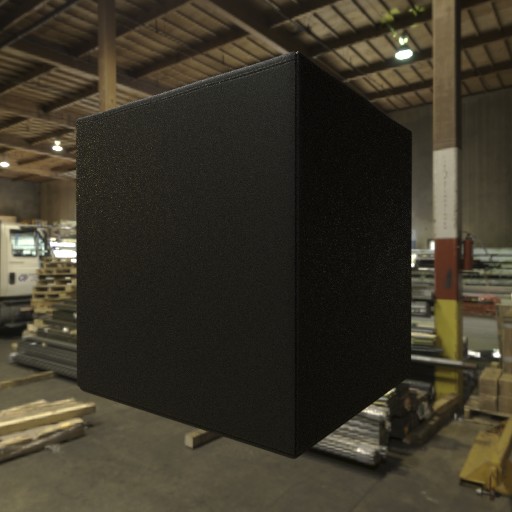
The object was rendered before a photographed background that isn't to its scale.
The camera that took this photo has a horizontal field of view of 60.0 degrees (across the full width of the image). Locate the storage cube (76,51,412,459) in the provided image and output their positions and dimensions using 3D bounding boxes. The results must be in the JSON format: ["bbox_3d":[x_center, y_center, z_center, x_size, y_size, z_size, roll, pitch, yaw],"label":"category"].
[{"bbox_3d":[0.000,0.000,0.484,0.270,0.280,0.270,0,1,36],"label":"storage cube"}]
